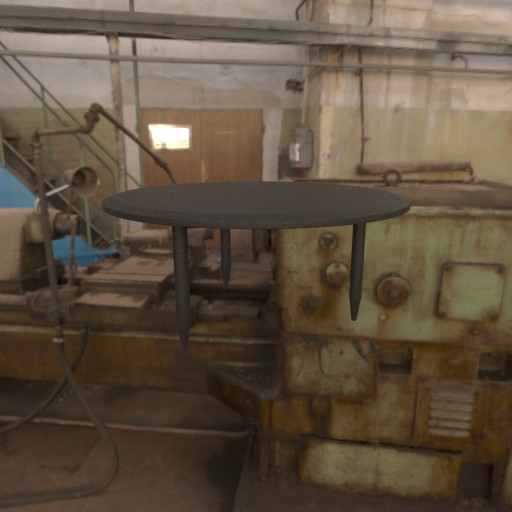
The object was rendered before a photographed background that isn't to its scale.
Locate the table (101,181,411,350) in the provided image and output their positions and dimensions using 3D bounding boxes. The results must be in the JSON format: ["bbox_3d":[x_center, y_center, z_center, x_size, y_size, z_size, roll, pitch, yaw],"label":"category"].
[{"bbox_3d":[0.000,0.000,1.408,0.900,0.400,0.900,0,14,0],"label":"table"}]
